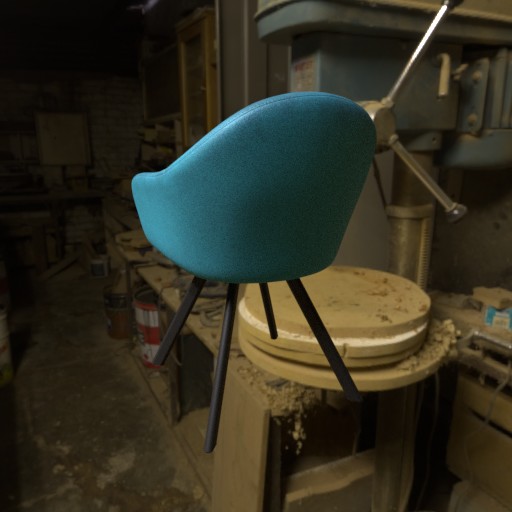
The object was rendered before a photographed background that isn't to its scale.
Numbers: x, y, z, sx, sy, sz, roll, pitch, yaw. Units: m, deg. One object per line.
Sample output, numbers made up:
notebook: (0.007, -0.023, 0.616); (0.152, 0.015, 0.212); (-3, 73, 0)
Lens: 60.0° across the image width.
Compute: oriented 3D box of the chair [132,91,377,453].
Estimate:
chair: (0.000, 0.000, 1.179); (0.540, 0.780, 0.570); (-8, 16, -26)
